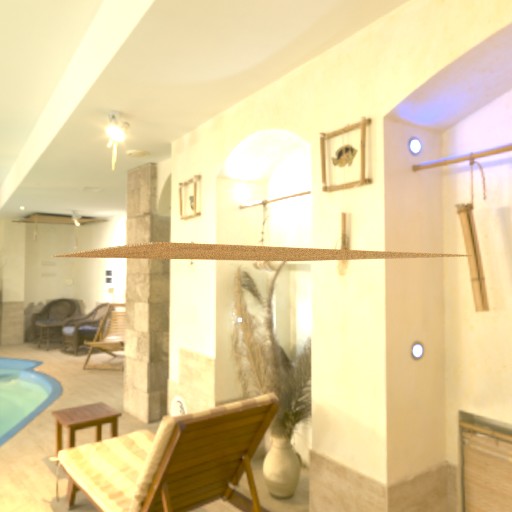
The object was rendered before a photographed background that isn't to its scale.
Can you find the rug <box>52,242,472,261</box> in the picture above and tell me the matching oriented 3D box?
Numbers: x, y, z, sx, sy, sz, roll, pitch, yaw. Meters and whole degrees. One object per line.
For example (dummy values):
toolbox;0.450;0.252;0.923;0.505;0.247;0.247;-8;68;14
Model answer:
rug;0.000;0.000;4.050;3.048;0.013;2.439;1;-3;-36
